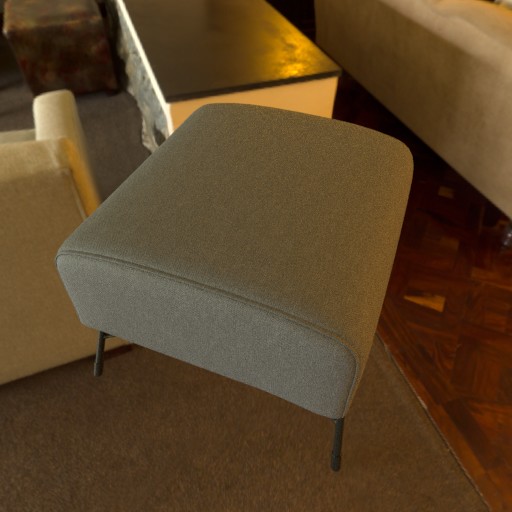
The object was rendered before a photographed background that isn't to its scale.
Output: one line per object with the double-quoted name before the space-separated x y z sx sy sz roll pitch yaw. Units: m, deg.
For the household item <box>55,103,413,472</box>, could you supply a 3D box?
"household item" 0.000 0.000 0.886 0.530 0.410 0.530 16 48 15
